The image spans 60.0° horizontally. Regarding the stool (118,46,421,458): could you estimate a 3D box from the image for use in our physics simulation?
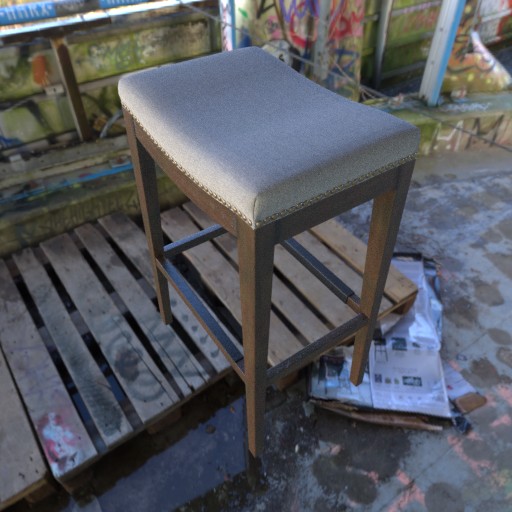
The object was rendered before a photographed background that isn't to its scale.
[{"bbox_3d":[0.000,0.000,1.029,0.356,0.762,0.508,-25,49,-24],"label":"stool"}]
